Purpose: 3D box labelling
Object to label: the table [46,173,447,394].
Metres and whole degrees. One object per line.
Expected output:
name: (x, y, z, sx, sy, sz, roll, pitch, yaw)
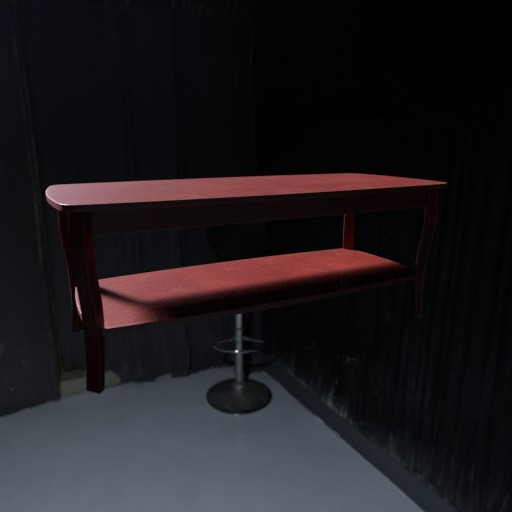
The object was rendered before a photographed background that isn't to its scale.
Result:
table: (0.000, 0.000, 1.469, 1.216, 0.473, 0.561, -7, 16, -26)
